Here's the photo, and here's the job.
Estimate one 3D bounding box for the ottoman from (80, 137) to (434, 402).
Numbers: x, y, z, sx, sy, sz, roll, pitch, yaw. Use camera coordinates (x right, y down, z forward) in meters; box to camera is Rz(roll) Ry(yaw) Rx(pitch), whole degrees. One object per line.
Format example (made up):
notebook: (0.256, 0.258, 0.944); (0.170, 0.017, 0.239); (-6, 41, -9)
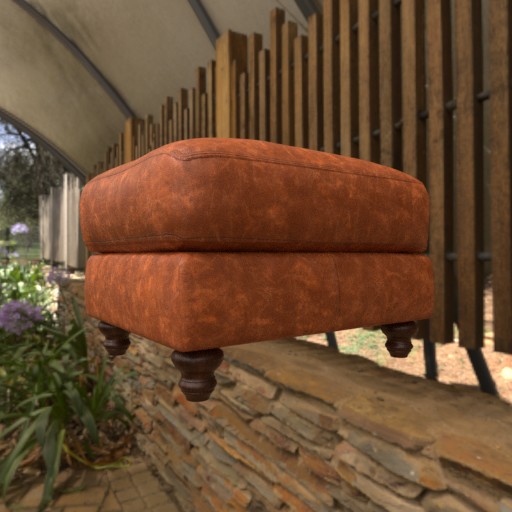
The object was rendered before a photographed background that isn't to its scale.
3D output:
ottoman: (0.000, 0.000, 1.254); (0.832, 0.562, 0.657); (0, 0, -36)
